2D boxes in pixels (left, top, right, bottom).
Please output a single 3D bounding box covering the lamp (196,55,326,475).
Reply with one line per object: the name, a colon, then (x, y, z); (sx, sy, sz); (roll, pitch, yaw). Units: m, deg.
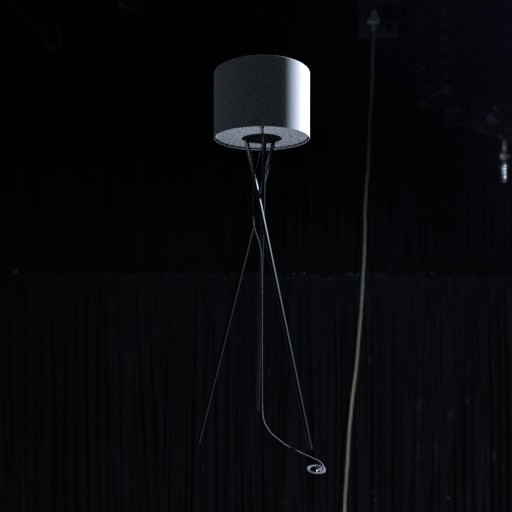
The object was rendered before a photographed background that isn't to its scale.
lamp: (0.000, 0.000, 1.967); (0.522, 1.624, 0.667); (0, 1, -1)
